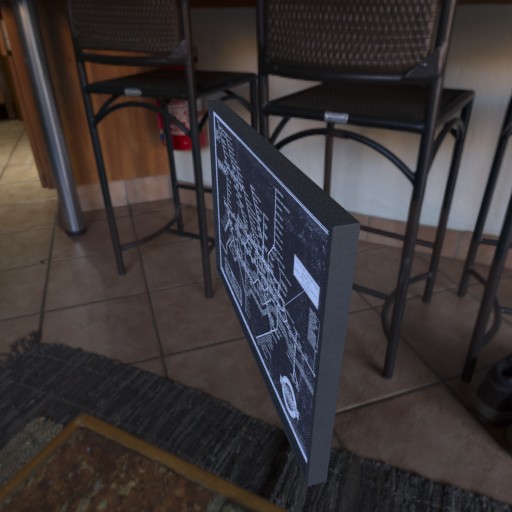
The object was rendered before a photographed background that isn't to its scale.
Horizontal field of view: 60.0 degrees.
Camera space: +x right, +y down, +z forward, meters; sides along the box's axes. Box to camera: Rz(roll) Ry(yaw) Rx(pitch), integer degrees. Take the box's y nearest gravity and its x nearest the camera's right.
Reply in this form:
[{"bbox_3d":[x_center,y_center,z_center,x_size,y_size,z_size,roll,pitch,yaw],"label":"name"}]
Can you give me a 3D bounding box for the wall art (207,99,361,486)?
[{"bbox_3d":[0.000,0.000,0.568,0.021,0.301,0.443,-9,32,-14],"label":"wall art"}]
